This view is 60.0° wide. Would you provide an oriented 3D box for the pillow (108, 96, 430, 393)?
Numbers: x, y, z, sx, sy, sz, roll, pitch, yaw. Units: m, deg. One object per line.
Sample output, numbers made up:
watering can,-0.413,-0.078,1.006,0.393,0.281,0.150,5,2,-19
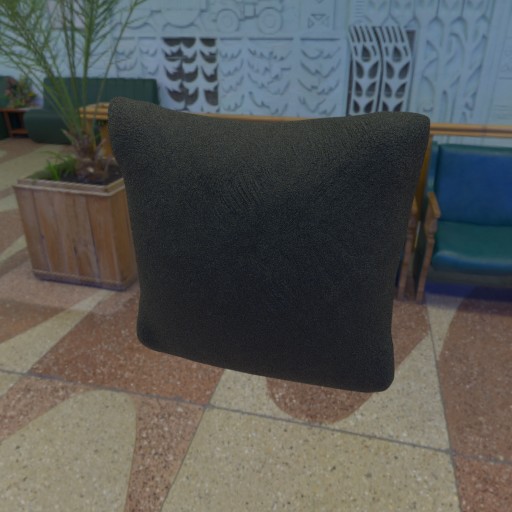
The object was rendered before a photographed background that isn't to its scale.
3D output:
pillow,0.000,0.000,0.791,0.533,0.523,0.210,7,27,14
